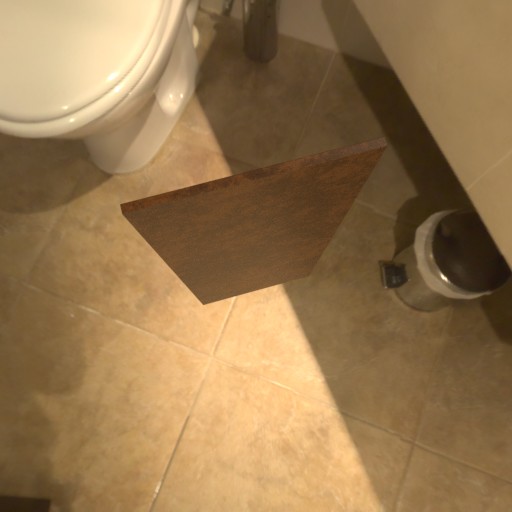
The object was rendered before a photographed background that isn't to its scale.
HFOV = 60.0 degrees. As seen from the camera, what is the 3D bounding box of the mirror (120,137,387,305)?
[{"bbox_3d":[0.000,0.000,2.299,0.812,2.031,0.032,-15,77,-4],"label":"mirror"}]
